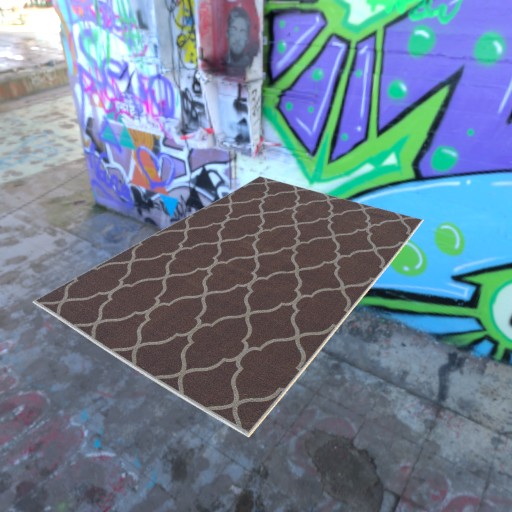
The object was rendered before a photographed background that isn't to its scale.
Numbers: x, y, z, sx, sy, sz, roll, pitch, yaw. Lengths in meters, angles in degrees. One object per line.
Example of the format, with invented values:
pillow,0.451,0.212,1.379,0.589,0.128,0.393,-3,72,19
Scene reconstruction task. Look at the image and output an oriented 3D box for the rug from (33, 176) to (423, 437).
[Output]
rug,0.000,0.000,2.939,1.528,0.014,2.294,20,38,29
